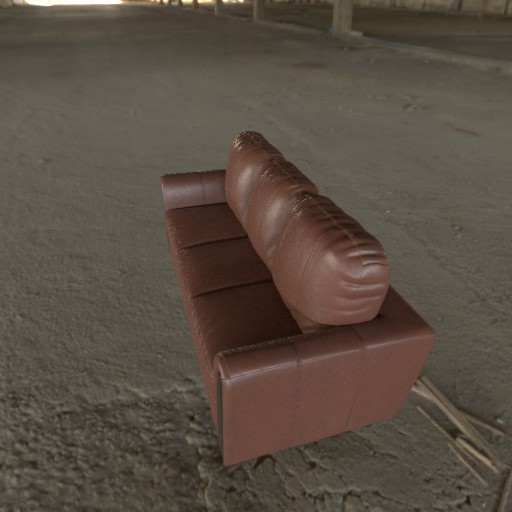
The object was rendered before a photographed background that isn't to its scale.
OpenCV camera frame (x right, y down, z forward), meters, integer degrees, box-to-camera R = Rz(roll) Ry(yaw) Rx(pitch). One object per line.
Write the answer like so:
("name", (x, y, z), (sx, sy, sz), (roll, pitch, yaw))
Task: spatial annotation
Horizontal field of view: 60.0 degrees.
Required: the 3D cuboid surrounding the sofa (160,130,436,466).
("sofa", (0.000, 0.000, 2.305), (0.802, 0.915, 1.862), (-9, 32, -14))
